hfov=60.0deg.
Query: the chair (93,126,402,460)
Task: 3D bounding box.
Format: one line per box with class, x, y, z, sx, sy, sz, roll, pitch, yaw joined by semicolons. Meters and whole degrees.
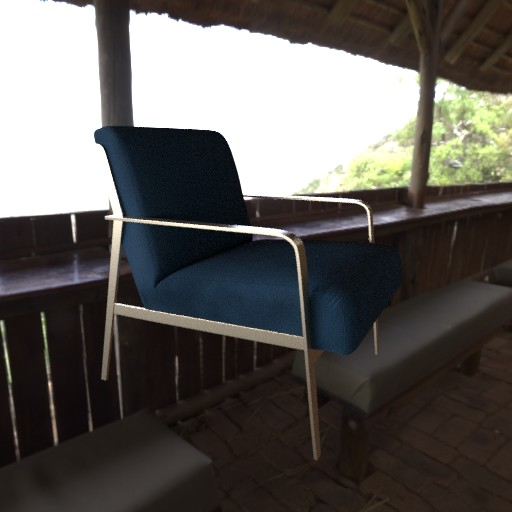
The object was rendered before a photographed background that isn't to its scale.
chair;0.000;0.000;1.476;0.859;0.831;0.692;8;16;27
